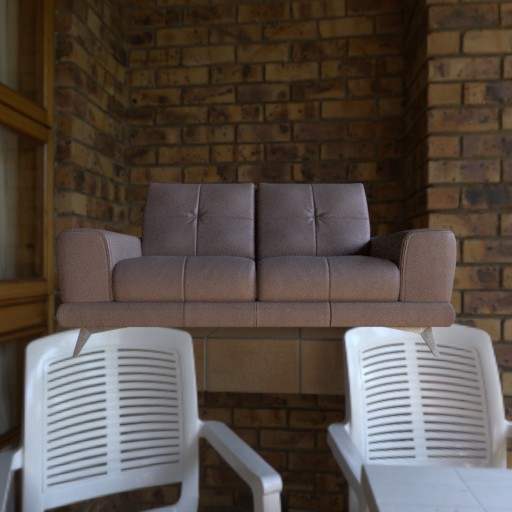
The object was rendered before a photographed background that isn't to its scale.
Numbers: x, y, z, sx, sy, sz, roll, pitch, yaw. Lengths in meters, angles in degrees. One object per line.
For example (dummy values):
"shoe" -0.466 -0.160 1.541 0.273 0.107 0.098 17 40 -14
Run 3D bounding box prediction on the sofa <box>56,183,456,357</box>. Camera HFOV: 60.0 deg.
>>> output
"sofa" 0.000 0.000 2.431 1.806 0.907 1.018 0 -1 0
